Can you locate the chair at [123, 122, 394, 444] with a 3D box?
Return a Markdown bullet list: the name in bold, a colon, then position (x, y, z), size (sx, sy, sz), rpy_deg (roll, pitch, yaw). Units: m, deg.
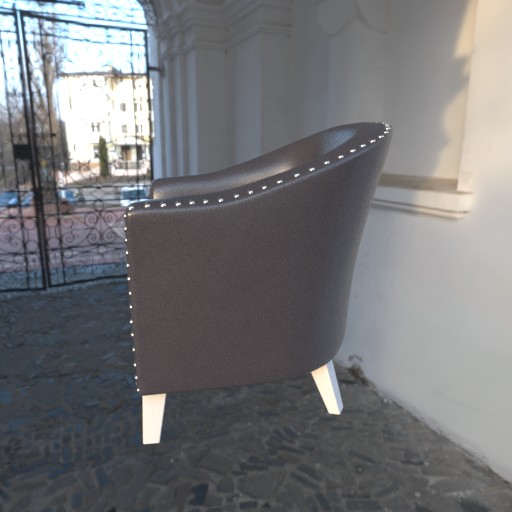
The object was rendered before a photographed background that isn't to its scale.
- **chair**: position (0.000, 0.000, 1.419), size (0.748, 0.823, 0.794), rpy_deg (-2, 14, -8)
